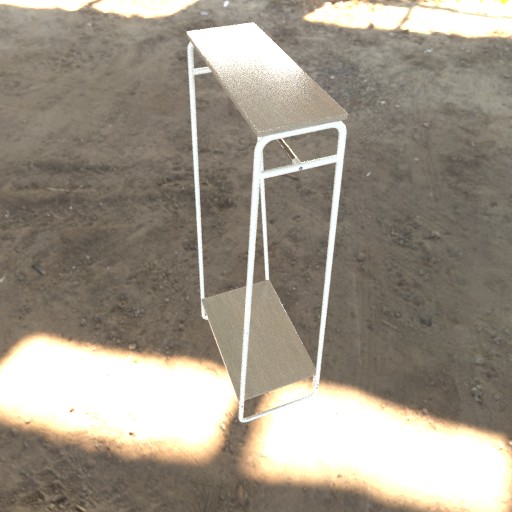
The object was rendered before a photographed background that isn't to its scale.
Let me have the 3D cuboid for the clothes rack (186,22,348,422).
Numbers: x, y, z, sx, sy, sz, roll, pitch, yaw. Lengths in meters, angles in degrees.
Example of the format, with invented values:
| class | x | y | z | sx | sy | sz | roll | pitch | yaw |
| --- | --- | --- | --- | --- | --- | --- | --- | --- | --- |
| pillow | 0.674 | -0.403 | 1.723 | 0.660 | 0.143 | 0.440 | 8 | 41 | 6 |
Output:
| class | x | y | z | sx | sy | sz | roll | pitch | yaw |
| --- | --- | --- | --- | --- | --- | --- | --- | --- | --- |
| clothes rack | 0.000 | 0.000 | 1.768 | 0.400 | 1.512 | 0.640 | -15 | 48 | -14 |
